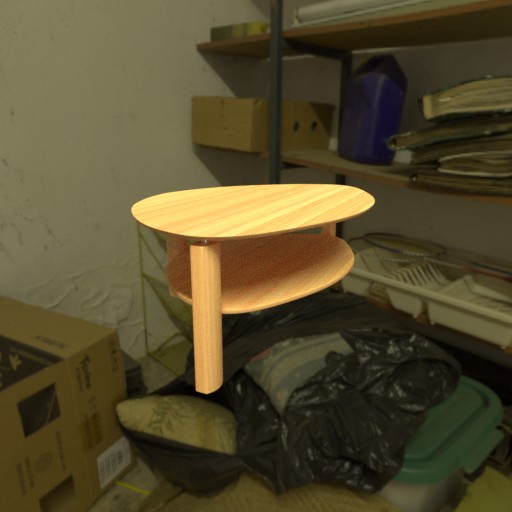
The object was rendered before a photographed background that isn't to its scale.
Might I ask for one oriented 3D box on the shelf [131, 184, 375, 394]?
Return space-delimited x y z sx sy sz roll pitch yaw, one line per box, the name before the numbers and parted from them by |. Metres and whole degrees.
shelf | 0.000 0.000 1.718 0.845 0.440 1.246 7 17 24
